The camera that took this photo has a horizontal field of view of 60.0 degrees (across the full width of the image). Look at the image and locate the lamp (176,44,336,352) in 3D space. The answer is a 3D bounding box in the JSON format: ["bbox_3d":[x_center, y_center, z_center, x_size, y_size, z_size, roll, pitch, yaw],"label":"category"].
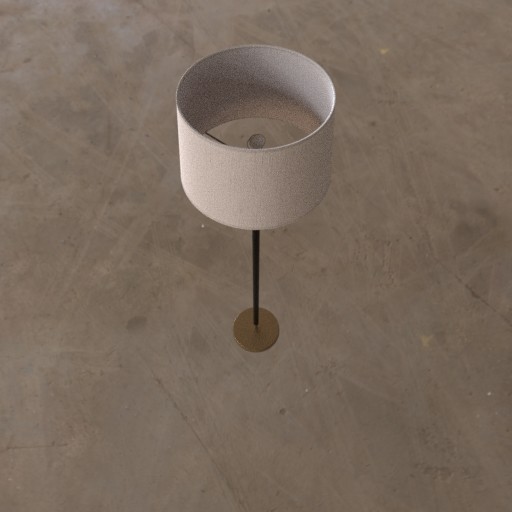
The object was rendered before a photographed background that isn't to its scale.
[{"bbox_3d":[0.000,0.000,1.642,0.420,1.447,0.420,0,58,0],"label":"lamp"}]
